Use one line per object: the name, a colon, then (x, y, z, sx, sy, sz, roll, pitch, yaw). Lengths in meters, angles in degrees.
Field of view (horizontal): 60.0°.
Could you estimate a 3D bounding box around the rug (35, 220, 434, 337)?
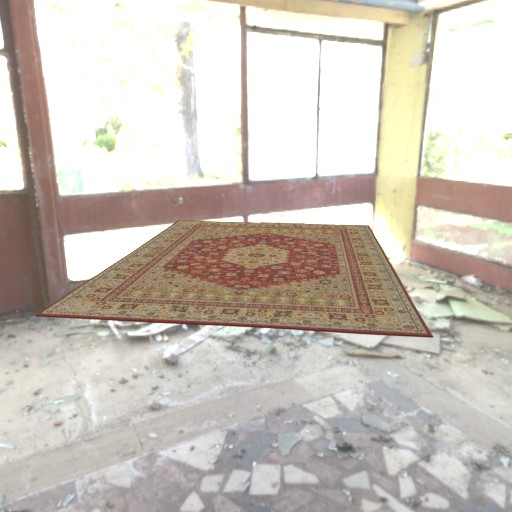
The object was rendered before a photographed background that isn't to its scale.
rug: (0.000, 0.000, 4.069, 2.387, 0.013, 3.053, 2, 16, 7)
